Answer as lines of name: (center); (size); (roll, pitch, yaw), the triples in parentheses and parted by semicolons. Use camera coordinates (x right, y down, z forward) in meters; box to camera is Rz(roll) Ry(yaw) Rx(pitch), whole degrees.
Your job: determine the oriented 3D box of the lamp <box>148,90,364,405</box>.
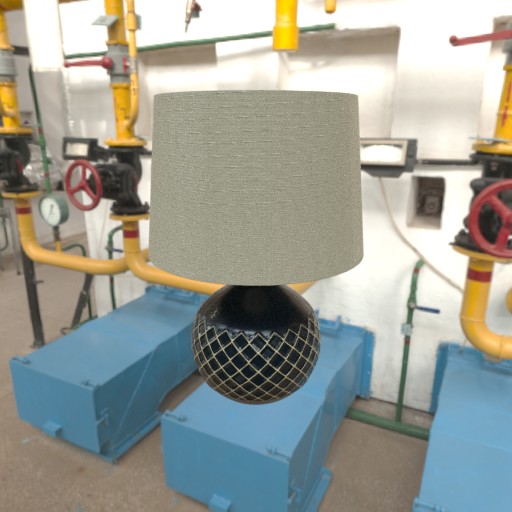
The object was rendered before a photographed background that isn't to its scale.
lamp: (0.000, 0.000, 0.798); (0.376, 0.540, 0.376); (0, 17, 0)
